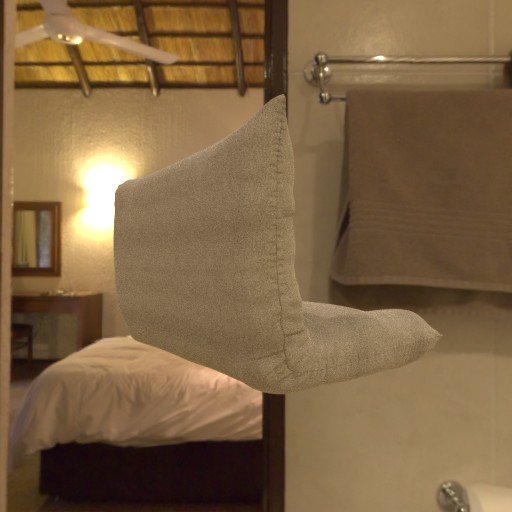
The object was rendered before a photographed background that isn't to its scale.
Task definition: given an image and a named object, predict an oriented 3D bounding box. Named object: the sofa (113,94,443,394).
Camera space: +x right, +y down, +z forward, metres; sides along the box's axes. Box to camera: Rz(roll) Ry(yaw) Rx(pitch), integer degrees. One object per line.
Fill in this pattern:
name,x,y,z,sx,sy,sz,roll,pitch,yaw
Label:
sofa,0.000,0.000,1.761,0.847,0.795,1.144,1,-1,-36
